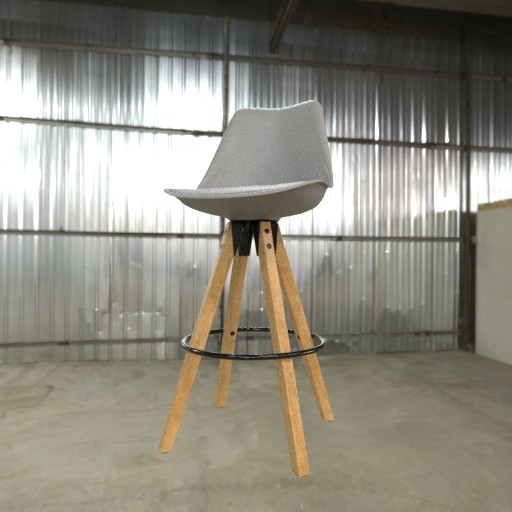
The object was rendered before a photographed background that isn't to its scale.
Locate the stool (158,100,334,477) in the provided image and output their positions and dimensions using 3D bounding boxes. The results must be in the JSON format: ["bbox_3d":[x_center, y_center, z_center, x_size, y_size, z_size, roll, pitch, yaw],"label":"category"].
[{"bbox_3d":[0.000,0.000,1.402,0.485,1.115,0.550,0,0,19],"label":"stool"}]
